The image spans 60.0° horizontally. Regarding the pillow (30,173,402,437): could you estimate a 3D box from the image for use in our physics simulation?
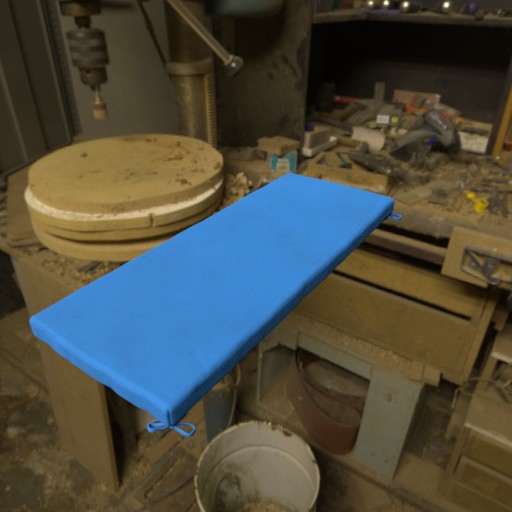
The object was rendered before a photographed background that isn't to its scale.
[{"bbox_3d":[0.000,0.000,1.311,0.492,0.081,1.187,20,37,30],"label":"pillow"}]
